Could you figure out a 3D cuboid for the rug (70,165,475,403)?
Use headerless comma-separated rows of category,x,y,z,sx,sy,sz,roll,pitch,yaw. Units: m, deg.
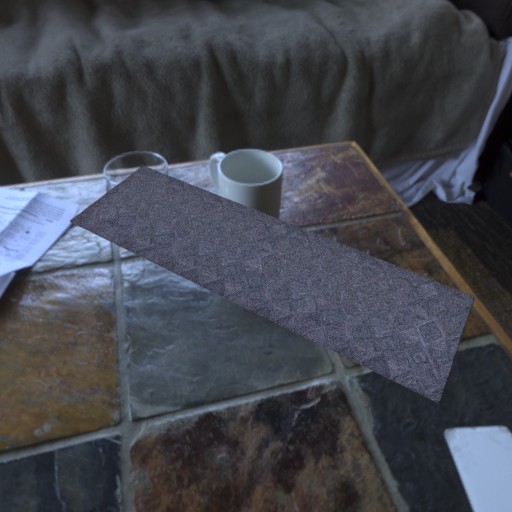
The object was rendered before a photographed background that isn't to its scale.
rug,0.000,0.000,2.547,2.296,0.011,0.691,24,51,21
